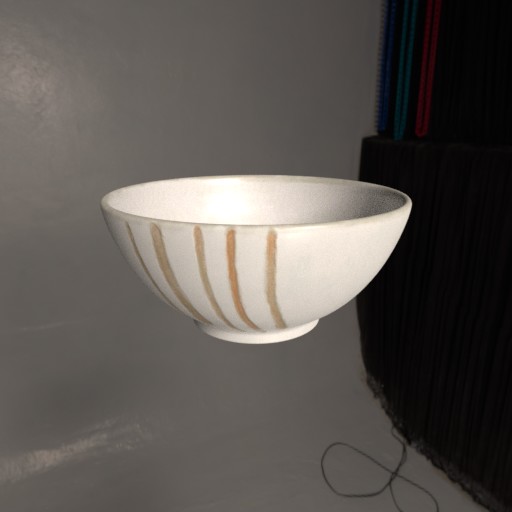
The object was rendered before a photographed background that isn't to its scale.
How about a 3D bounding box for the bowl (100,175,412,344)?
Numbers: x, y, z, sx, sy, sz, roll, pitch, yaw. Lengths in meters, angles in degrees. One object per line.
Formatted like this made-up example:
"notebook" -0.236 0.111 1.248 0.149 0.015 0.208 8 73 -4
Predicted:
"bowl" 0.000 0.000 0.419 0.268 0.121 0.268 0 17 0
